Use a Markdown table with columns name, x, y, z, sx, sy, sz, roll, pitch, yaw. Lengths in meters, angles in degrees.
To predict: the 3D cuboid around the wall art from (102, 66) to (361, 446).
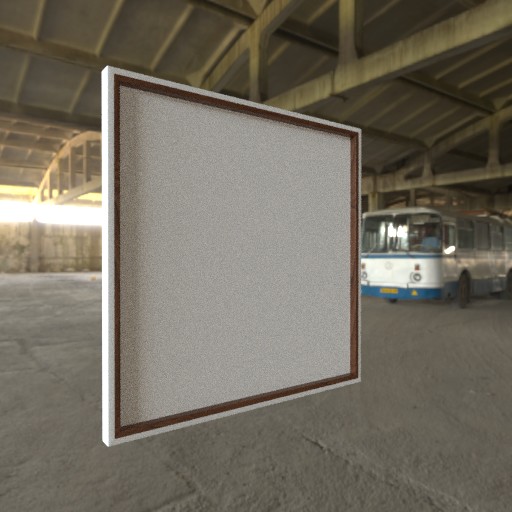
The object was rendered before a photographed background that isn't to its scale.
| name | x | y | z | sx | sy | sz | roll | pitch | yaw |
| --- | --- | --- | --- | --- | --- | --- | --- | --- | --- |
| wall art | 0.000 | 0.000 | 1.117 | 0.757 | 0.757 | 0.037 | 0 | 0 | -36 |
